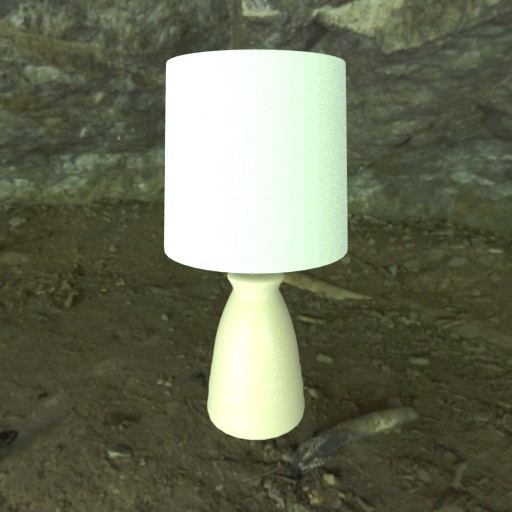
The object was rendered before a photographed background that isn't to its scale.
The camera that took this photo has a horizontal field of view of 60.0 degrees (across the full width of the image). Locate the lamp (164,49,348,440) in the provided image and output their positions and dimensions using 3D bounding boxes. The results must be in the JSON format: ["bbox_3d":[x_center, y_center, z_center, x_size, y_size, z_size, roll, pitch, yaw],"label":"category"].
[{"bbox_3d":[0.000,0.000,0.463,0.186,0.369,0.186,0,16,0],"label":"lamp"}]
